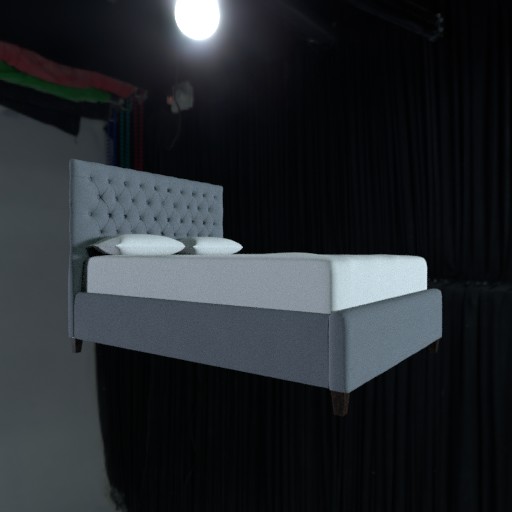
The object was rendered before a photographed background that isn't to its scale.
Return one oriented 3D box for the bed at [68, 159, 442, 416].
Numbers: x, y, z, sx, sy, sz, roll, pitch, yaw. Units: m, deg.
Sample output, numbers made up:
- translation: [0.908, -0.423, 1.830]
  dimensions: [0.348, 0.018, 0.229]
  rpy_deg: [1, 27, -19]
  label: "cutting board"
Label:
- translation: [0.000, 0.000, 3.287]
  dimensions: [2.231, 1.427, 1.698]
  rpy_deg: [0, 1, 36]
  label: "bed"
